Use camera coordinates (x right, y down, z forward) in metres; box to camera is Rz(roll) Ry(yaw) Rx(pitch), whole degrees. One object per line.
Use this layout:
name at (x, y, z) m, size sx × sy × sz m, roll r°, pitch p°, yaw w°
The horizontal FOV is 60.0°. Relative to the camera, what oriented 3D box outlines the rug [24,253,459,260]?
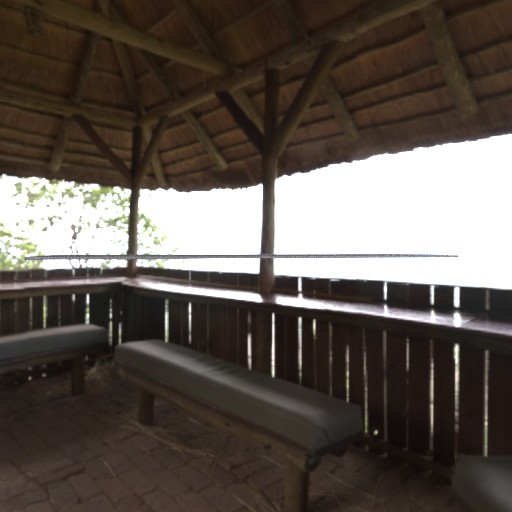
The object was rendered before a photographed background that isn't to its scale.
rug at (0.000, 0.000, 2.557) m, size 2.297 × 0.019 × 0.659 m, roll 0°, pitch 1°, yaw -18°
